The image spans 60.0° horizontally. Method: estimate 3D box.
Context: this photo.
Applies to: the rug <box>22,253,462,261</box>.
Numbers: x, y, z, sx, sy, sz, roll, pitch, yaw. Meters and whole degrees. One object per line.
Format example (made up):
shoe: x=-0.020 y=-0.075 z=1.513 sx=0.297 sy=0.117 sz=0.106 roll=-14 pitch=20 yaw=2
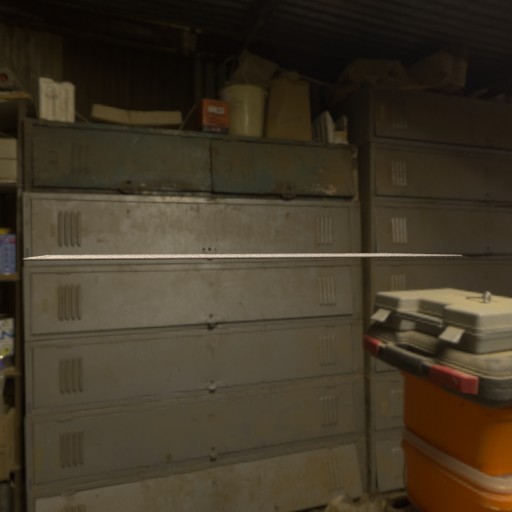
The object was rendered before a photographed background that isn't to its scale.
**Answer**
rug: x=0.000 y=0.000 z=2.718 sx=2.448 sy=0.012 sz=0.769 roll=0 pitch=1 yaw=-18
